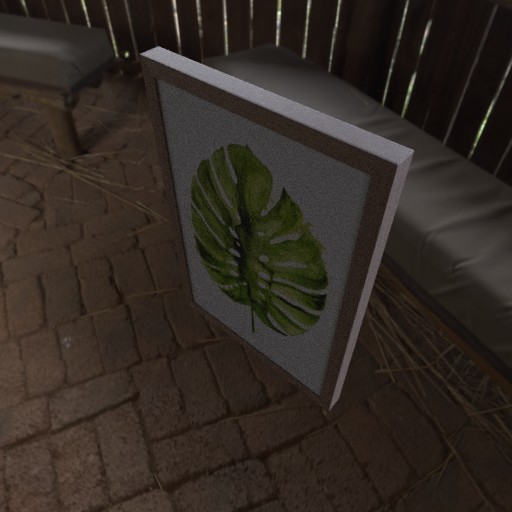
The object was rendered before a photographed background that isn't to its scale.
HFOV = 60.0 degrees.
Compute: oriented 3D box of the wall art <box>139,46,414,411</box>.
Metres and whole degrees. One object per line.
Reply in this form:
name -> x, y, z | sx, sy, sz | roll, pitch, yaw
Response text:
wall art -> 0.000, 0.000, 0.666 | 0.358, 0.510, 0.032 | 32, 55, 27
